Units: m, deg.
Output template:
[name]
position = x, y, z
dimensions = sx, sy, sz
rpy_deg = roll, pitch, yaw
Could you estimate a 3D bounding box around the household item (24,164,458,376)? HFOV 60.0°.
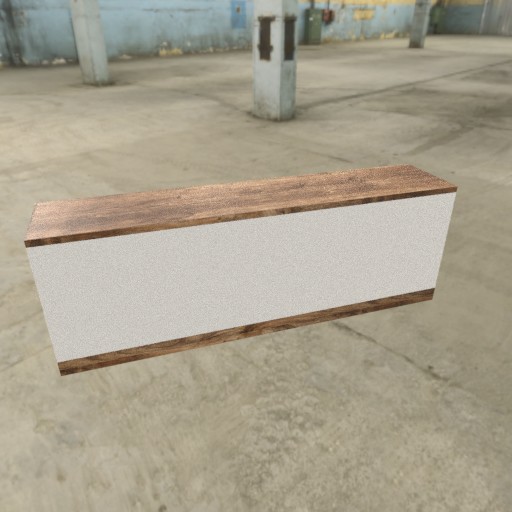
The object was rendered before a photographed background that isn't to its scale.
[household item]
position = 0.000, 0.000, 2.072
dimensions = 1.800, 0.615, 0.390
rpy_deg = -9, 29, -16
